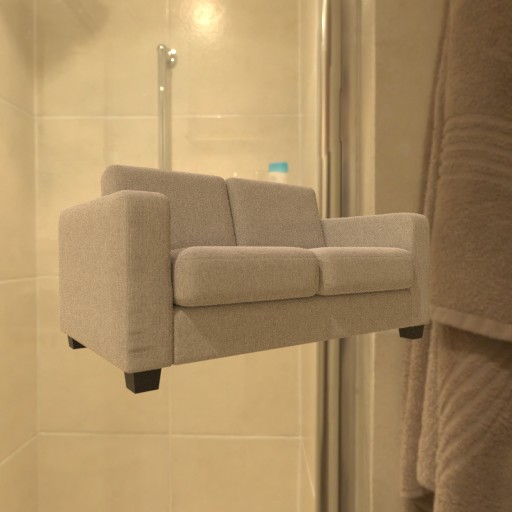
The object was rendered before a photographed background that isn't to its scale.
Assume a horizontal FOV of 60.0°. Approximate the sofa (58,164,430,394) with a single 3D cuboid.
[{"bbox_3d":[0.000,0.000,2.043,1.540,0.800,0.900,-1,1,-36],"label":"sofa"}]
